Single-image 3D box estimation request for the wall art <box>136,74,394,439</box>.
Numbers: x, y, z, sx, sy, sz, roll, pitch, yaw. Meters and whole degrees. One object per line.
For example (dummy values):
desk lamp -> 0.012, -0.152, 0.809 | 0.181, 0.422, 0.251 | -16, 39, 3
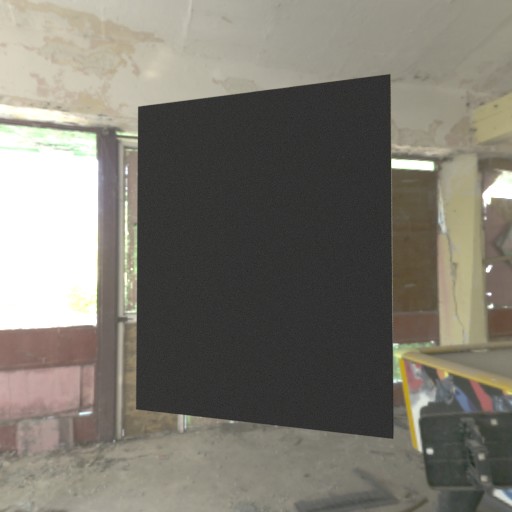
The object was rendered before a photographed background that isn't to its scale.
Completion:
wall art -> 0.000, 0.000, 0.833 | 0.489, 0.608, 0.040 | 0, -2, 18
